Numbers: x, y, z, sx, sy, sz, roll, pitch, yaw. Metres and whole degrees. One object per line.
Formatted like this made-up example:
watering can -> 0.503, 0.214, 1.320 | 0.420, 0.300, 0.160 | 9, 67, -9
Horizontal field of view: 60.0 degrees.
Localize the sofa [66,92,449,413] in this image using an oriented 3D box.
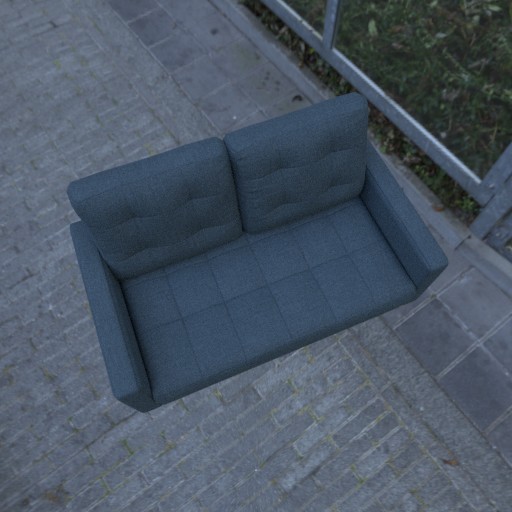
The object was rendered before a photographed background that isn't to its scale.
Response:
sofa -> 0.000, 0.000, 1.940 | 1.407, 0.907, 0.842 | -20, 66, -10
